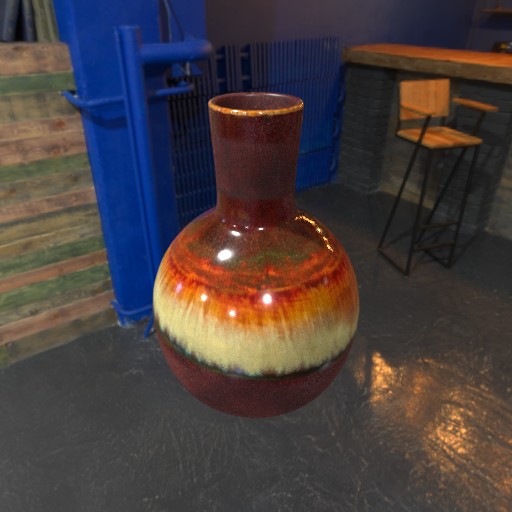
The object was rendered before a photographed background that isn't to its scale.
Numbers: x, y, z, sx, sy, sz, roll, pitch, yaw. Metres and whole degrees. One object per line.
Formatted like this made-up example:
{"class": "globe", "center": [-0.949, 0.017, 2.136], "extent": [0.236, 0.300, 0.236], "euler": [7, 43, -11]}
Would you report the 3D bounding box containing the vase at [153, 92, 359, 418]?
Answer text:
{"class": "vase", "center": [0.000, 0.000, 0.229], "extent": [0.111, 0.154, 0.111], "euler": [0, 30, 0]}
